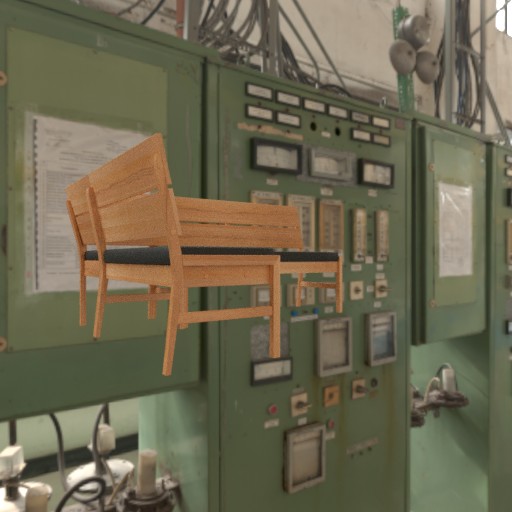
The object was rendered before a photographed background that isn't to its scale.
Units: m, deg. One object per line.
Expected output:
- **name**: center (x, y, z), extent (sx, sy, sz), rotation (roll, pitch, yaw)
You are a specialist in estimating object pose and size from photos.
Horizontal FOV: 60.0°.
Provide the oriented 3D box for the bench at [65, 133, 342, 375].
- **bench**: center (0.000, 0.000, 2.798), extent (1.948, 0.890, 1.548), rotation (0, 0, -35)
